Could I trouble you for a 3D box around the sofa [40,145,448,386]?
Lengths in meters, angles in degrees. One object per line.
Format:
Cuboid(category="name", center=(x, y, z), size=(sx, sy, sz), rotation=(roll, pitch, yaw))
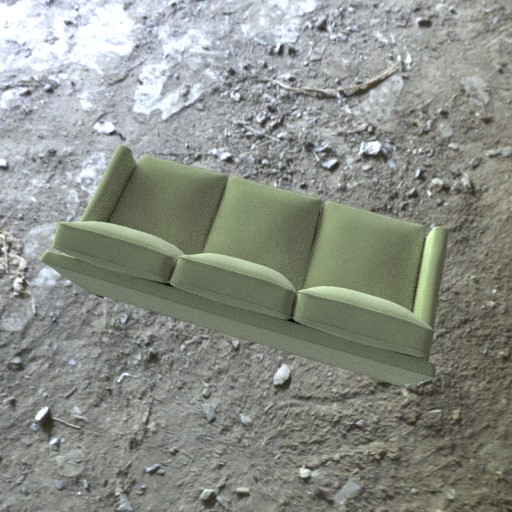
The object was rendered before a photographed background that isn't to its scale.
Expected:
Cuboid(category="sofa", center=(0.000, 0.000, 2.821), size=(2.246, 1.003, 1.084), rotation=(15, 66, 7))
